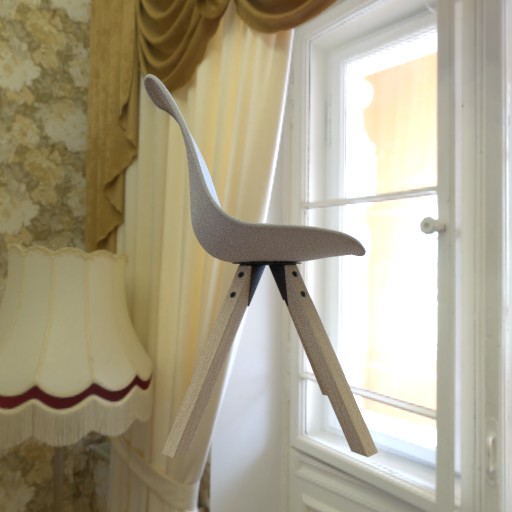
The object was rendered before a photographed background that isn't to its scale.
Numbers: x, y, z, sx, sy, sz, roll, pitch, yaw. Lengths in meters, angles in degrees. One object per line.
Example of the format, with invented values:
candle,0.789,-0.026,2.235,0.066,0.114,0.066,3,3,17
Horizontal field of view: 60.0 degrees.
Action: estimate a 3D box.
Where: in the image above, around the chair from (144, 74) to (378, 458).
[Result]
chair,0.000,0.000,1.152,0.550,0.850,0.485,0,0,0
